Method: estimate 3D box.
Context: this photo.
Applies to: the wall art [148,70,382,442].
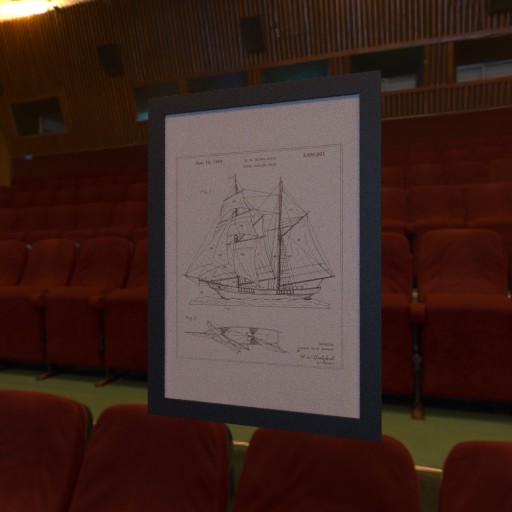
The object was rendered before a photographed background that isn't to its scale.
[{"bbox_3d":[0.000,0.000,0.699,0.381,0.534,0.013,0,0,18],"label":"wall art"}]
